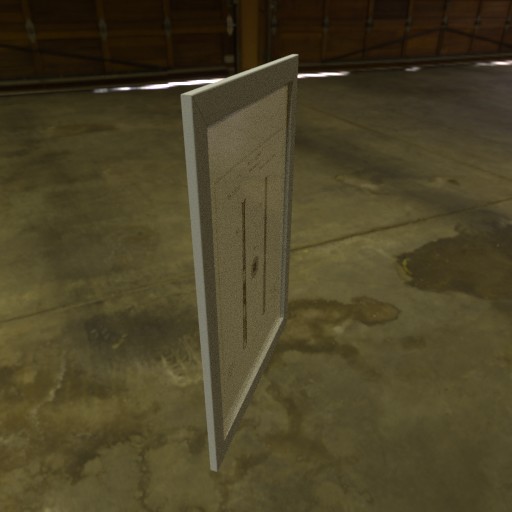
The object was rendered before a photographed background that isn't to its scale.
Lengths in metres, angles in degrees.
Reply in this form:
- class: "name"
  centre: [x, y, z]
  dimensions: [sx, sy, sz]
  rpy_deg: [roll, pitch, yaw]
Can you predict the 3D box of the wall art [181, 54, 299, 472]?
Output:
- class: "wall art"
  centre: [0.000, 0.000, 0.675]
  dimensions: [0.012, 0.529, 0.374]
  rpy_deg: [10, 31, 17]
